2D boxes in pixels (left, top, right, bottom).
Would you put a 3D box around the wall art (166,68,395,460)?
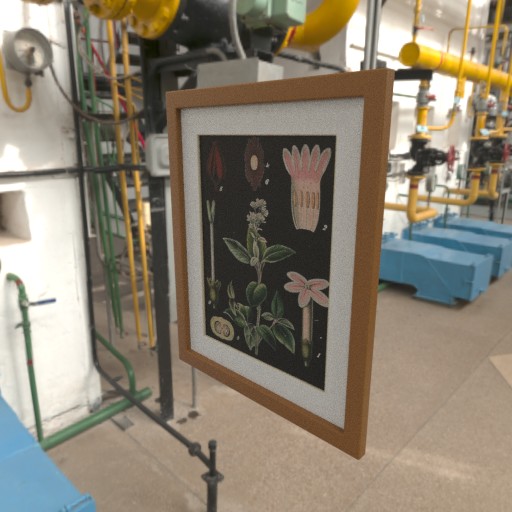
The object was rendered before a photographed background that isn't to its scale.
[{"bbox_3d":[0.000,0.000,0.752,0.449,0.550,0.021,14,21,42],"label":"wall art"}]
